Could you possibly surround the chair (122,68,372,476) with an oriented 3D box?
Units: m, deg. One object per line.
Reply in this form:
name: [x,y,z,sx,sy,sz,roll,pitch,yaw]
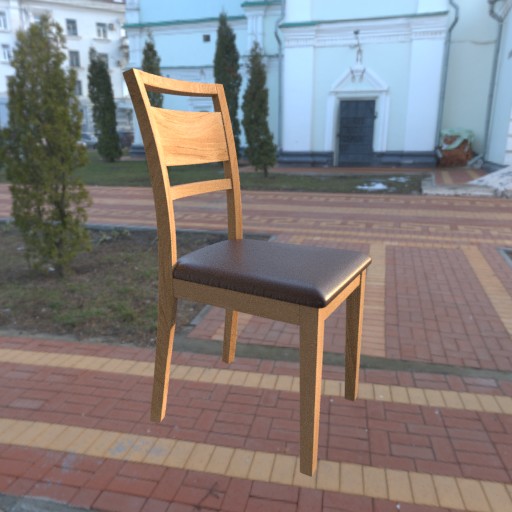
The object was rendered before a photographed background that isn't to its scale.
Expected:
chair: [0.000,0.000,1.216,0.545,0.940,0.420,8,17,27]
